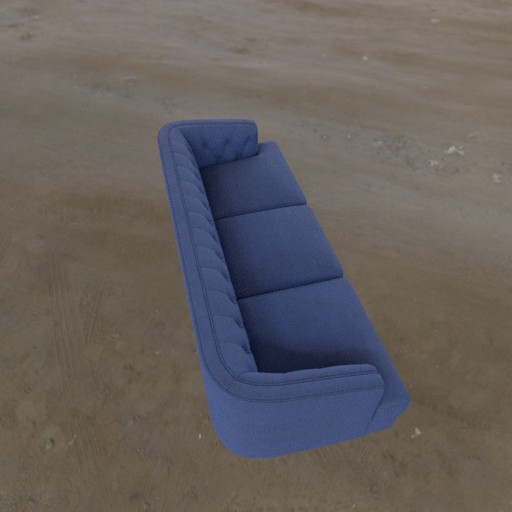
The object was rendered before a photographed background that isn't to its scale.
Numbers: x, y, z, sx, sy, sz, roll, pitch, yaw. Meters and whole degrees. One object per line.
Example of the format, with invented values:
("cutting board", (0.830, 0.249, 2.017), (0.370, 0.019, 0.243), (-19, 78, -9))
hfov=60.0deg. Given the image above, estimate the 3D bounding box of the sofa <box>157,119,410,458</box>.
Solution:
("sofa", (0.000, 0.000, 2.727), (0.914, 0.787, 2.235), (-11, 48, -10))
